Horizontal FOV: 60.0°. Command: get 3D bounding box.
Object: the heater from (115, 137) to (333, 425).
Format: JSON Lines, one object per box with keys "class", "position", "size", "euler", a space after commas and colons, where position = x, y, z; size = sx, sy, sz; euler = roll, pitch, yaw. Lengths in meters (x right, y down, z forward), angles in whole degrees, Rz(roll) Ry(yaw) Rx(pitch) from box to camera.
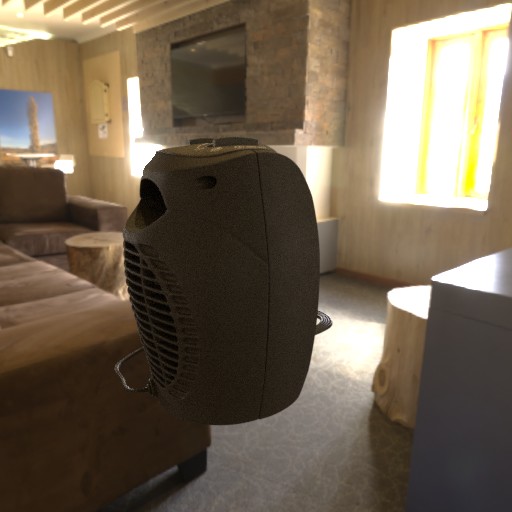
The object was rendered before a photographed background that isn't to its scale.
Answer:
{"class": "heater", "position": [0.000, 0.000, 0.468], "size": [0.291, 0.240, 0.239], "euler": [-7, 16, -27]}
